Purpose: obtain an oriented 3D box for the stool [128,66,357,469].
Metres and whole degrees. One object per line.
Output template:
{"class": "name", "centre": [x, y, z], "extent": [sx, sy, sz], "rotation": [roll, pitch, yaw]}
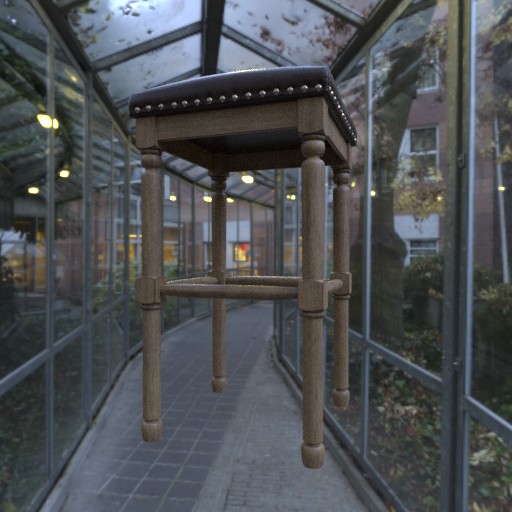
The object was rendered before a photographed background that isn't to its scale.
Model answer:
{"class": "stool", "centre": [0.000, 0.000, 0.948], "extent": [0.383, 0.702, 0.382], "rotation": [0, 0, 20]}
